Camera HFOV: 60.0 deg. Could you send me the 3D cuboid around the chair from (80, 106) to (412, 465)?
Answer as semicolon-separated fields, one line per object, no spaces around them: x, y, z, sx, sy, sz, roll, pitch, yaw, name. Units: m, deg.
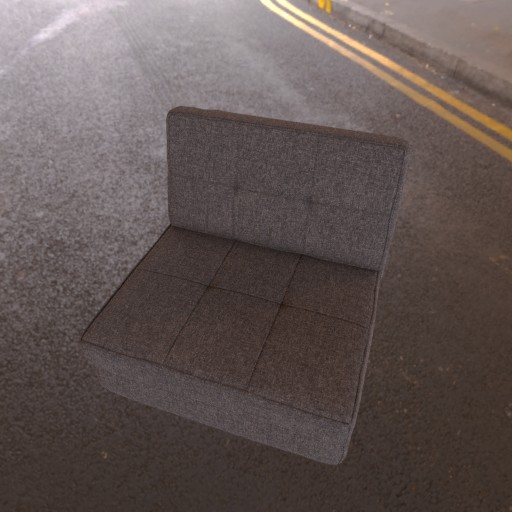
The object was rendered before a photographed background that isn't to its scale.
0.000;0.000;1.294;0.740;0.615;0.800;13;43;14;chair
